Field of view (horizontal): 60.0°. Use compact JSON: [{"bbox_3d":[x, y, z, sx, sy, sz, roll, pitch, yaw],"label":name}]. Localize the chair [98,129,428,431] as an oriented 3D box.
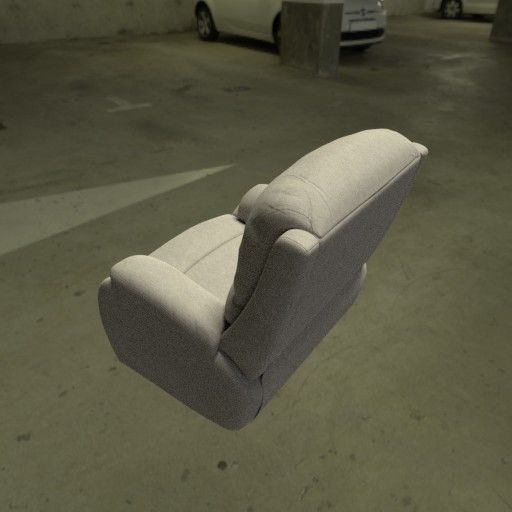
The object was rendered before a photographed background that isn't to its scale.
[{"bbox_3d":[0.000,0.000,1.709,0.899,1.011,0.930,21,38,30],"label":"chair"}]
